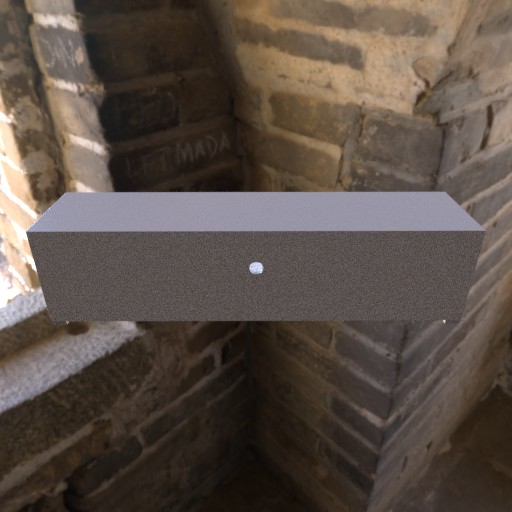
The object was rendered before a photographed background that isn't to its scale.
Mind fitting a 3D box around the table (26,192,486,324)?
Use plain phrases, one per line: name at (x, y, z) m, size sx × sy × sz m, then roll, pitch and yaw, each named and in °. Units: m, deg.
table at (0.000, 0.000, 1.860) m, size 1.650 × 0.420 × 0.390 m, roll 0°, pitch 29°, yaw 0°
